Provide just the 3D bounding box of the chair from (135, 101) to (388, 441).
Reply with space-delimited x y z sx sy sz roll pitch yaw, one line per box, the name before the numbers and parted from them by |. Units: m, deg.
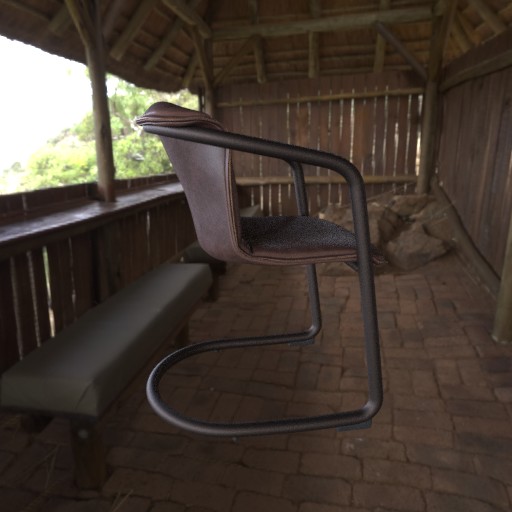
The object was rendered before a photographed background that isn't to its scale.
chair | 0.000 0.000 1.278 0.664 0.836 0.536 -3 15 -10
